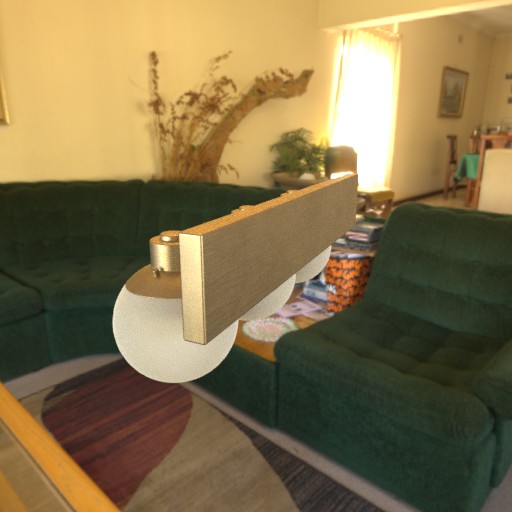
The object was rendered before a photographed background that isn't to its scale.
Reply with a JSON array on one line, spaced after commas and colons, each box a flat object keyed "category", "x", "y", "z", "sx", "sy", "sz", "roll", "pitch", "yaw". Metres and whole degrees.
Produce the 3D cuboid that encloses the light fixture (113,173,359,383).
[{"category": "light fixture", "x": 0.000, "y": 0.000, "z": 0.868, "sx": 0.218, "sy": 0.263, "sz": 0.721, "roll": 8, "pitch": 18, "yaw": 25}]
